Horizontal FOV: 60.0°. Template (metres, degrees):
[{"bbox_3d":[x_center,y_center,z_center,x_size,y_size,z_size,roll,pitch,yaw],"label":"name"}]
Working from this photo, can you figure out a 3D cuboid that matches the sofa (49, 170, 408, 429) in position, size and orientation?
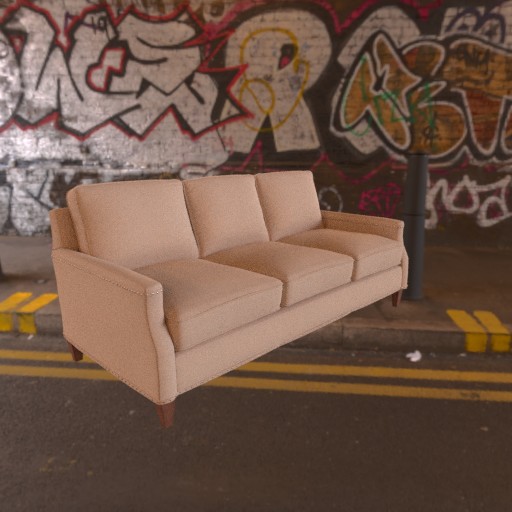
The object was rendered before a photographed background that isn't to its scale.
[{"bbox_3d":[0.000,0.000,2.882,1.084,1.003,2.246,13,19,43],"label":"sofa"}]
